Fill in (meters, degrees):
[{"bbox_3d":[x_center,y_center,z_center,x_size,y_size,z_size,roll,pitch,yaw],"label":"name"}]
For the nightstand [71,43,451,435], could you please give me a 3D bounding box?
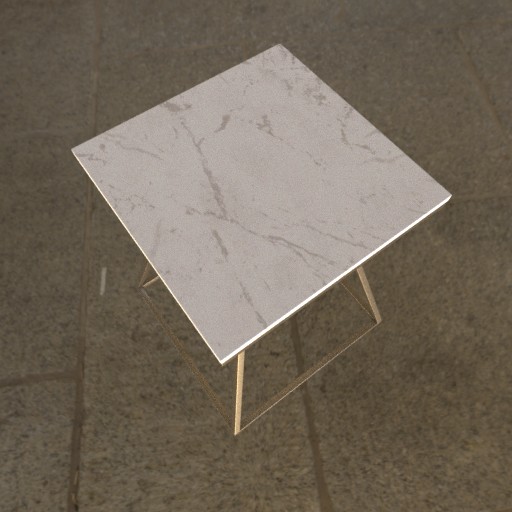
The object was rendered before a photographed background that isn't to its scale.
[{"bbox_3d":[0.000,0.000,0.905,0.455,0.554,0.455,-33,68,-16],"label":"nightstand"}]
